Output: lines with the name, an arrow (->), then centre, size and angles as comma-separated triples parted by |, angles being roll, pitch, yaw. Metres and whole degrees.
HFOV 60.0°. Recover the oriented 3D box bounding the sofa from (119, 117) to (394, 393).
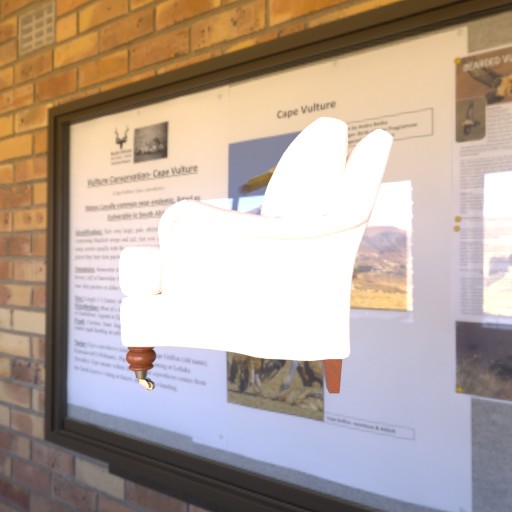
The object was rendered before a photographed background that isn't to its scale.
sofa -> 0.000, 0.000, 2.587 | 1.084, 1.101, 1.853 | 0, -1, 0
